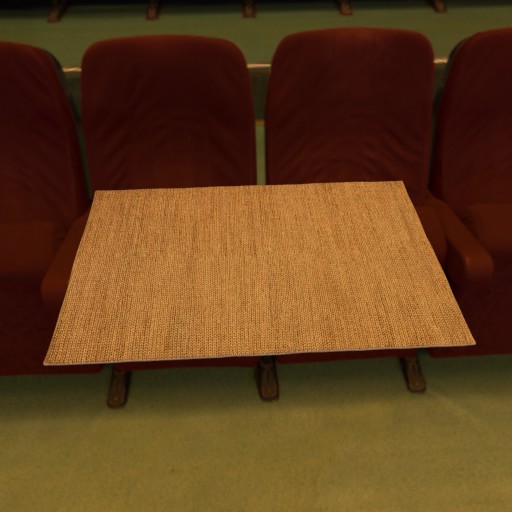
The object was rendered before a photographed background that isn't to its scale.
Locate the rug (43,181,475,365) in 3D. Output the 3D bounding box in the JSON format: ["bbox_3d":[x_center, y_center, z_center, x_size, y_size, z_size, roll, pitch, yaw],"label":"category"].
[{"bbox_3d":[0.000,0.000,3.006,2.438,0.034,1.521,-2,47,-2],"label":"rug"}]
